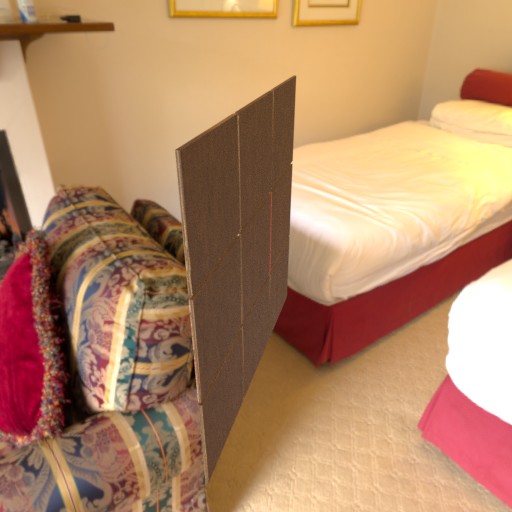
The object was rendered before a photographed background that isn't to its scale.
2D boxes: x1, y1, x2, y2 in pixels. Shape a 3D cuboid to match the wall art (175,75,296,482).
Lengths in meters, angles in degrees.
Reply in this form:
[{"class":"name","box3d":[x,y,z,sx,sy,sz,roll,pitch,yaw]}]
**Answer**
[{"class":"wall art","box3d":[0.000,0.000,1.799,0.013,1.213,1.215,9,31,15]}]
